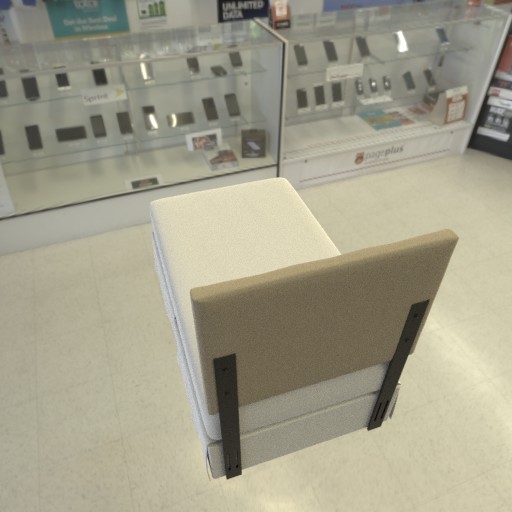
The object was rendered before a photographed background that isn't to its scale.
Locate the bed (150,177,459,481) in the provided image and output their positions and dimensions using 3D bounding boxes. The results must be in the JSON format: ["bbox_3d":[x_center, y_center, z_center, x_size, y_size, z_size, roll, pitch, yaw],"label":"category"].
[{"bbox_3d":[0.000,0.000,2.911,1.261,1.571,1.997,-13,44,-14],"label":"bed"}]
